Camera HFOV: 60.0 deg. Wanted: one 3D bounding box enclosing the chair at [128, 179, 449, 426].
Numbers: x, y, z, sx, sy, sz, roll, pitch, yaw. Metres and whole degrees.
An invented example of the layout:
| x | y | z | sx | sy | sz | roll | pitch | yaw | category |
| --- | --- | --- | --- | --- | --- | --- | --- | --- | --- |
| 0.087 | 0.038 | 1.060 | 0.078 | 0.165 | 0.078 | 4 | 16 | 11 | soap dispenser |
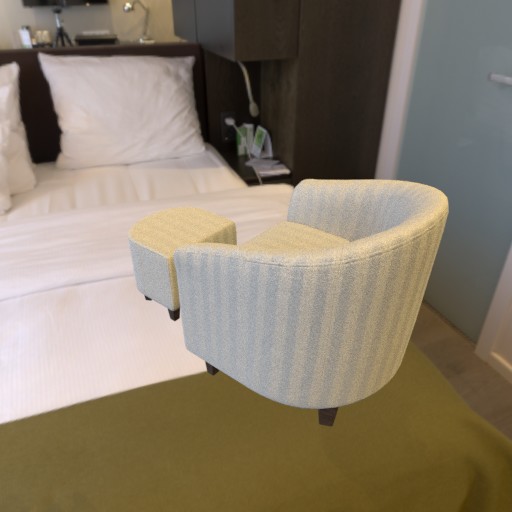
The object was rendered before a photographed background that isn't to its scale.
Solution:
| x | y | z | sx | sy | sz | roll | pitch | yaw | category |
| --- | --- | --- | --- | --- | --- | --- | --- | --- | --- |
| 0.000 | 0.000 | 1.727 | 1.288 | 0.757 | 0.756 | 22 | 38 | 32 | chair |
